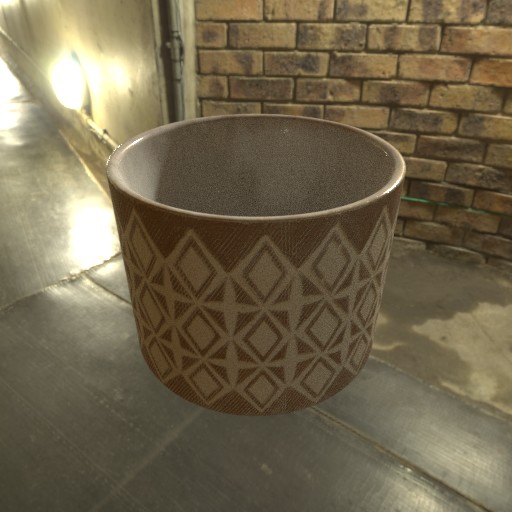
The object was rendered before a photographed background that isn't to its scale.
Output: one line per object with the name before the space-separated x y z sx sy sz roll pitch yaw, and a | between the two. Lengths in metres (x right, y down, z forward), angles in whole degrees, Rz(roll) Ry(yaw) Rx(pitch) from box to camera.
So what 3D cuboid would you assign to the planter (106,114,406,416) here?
planter | 0.000 0.000 0.340 0.193 0.165 0.193 0 33 0
